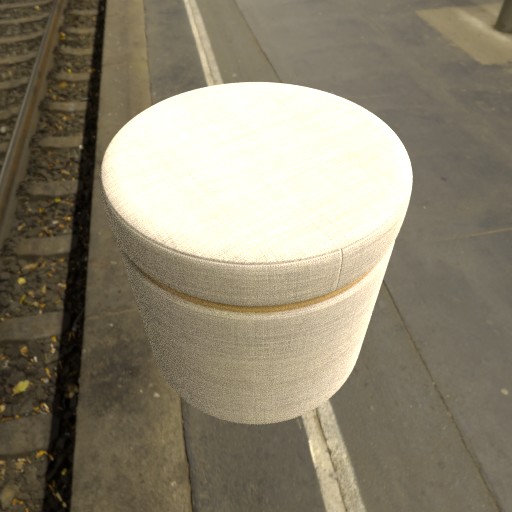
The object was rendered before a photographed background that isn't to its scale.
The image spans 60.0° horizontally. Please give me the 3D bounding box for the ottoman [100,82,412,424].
[{"bbox_3d":[0.000,0.000,0.714,0.400,0.406,0.400,0,47,0],"label":"ottoman"}]
